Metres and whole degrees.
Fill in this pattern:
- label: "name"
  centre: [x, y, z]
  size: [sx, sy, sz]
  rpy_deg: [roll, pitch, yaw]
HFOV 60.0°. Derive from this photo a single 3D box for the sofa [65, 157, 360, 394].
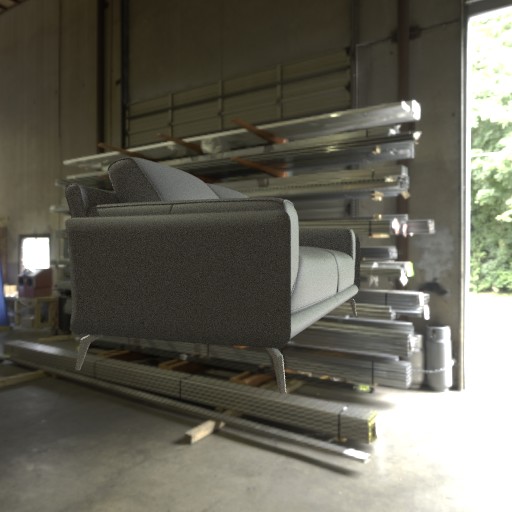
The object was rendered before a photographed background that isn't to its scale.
- label: "sofa"
  centre: [0.000, 0.000, 2.566]
  size: [0.969, 0.900, 2.100]
  rpy_deg: [0, 0, 19]
